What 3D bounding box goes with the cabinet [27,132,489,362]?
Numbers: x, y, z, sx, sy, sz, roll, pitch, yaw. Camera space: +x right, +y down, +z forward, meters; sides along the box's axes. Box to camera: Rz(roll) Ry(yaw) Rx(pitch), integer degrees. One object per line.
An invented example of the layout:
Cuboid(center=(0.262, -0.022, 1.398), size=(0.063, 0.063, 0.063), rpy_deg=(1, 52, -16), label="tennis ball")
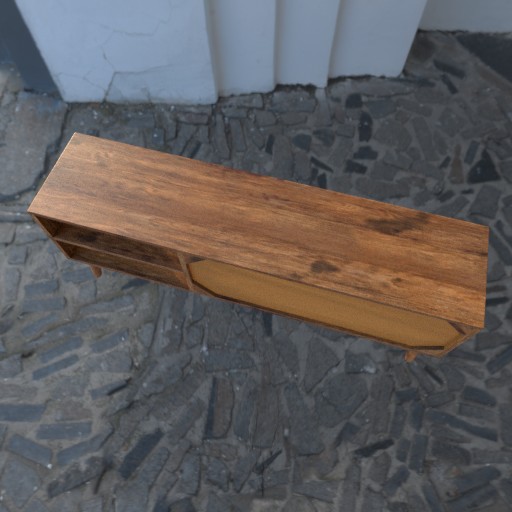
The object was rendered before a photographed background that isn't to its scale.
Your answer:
Cuboid(center=(0.000, 0.000, 1.662), size=(1.448, 0.528, 0.349), rpy_deg=(14, 64, 7), label="cabinet")
